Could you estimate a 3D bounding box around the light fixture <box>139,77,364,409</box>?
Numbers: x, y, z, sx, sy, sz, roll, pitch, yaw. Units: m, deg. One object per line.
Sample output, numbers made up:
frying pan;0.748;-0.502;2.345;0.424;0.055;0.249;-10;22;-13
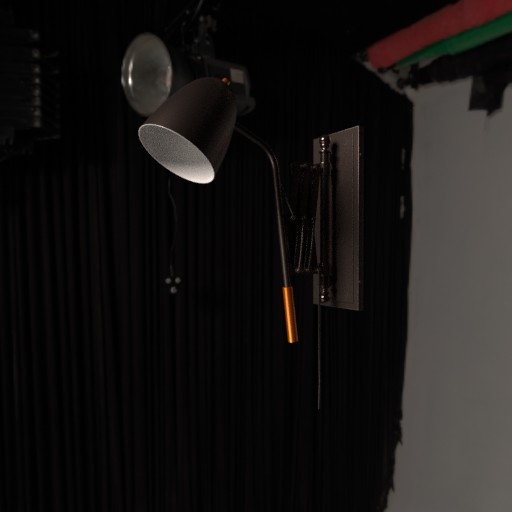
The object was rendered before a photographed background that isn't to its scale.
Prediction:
light fixture;0.000;0.000;0.941;0.499;0.715;0.162;0;1;-35
